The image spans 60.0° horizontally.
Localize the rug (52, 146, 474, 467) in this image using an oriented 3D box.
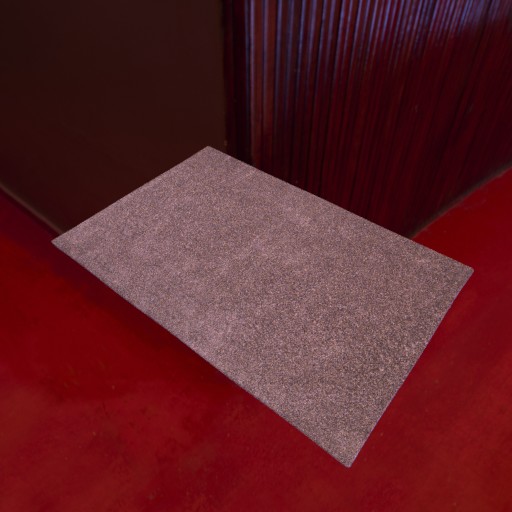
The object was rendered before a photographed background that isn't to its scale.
[{"bbox_3d":[0.000,0.000,3.390,2.699,0.026,1.802,30,53,26],"label":"rug"}]
